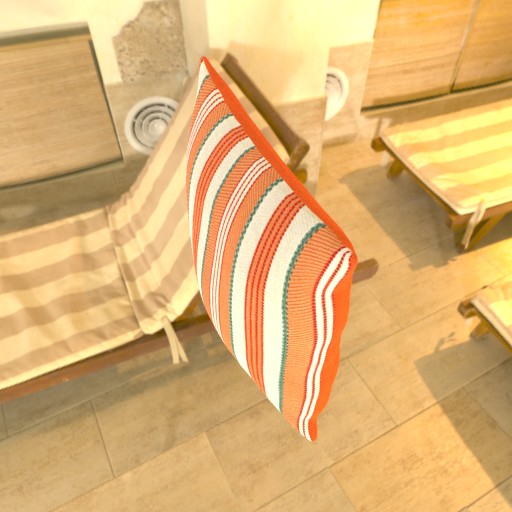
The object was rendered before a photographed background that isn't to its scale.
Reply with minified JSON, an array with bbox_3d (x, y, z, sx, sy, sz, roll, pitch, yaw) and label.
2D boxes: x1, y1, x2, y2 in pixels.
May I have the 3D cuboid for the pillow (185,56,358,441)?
[{"bbox_3d":[0.000,0.000,0.672,0.182,0.441,0.440,-17,49,-15],"label":"pillow"}]
